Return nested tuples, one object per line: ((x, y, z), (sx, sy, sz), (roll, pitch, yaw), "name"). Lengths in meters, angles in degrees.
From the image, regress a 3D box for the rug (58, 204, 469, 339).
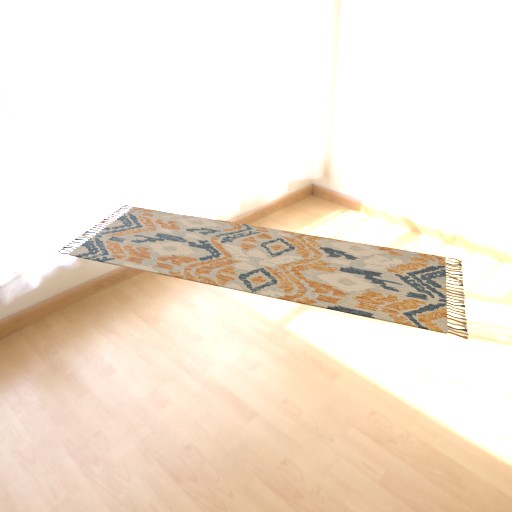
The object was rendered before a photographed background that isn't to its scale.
((0.000, 0.000, 2.782), (2.437, 0.010, 0.783), (10, 33, 16), "rug")
